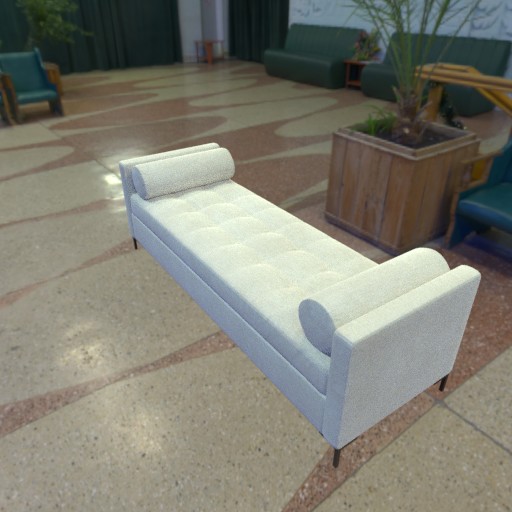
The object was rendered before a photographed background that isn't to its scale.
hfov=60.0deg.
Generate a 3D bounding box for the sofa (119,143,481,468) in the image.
[{"bbox_3d":[0.000,0.000,2.325,0.686,0.635,1.981,-20,36,-29],"label":"sofa"}]
